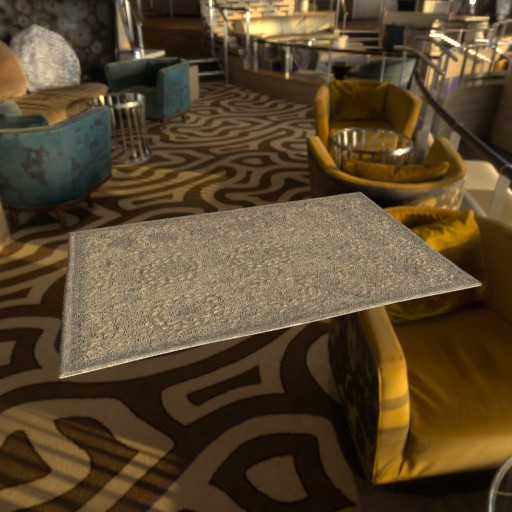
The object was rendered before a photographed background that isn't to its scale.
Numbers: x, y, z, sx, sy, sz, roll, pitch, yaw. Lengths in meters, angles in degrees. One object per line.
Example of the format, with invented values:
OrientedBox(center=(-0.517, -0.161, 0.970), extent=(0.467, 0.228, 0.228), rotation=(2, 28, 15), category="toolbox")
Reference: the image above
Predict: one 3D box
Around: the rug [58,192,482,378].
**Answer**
OrientedBox(center=(0.000, 0.000, 3.069), extent=(2.498, 0.022, 1.535), rotation=(-10, 33, -15), category="rug")
